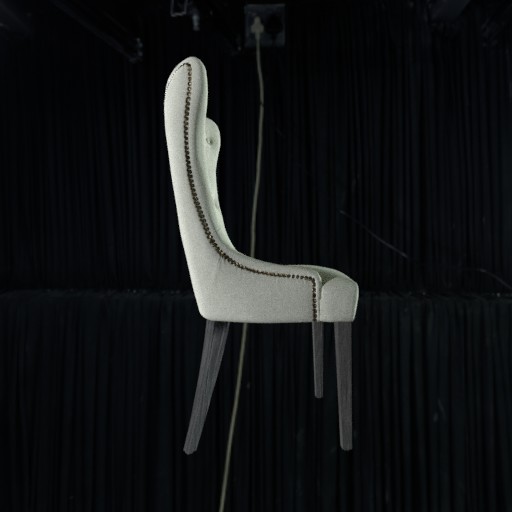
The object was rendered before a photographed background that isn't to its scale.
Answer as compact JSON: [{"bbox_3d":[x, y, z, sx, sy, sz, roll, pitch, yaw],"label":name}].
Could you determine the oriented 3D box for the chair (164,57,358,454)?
[{"bbox_3d":[0.000,0.000,1.447,0.590,1.065,0.584,0,-1,-1],"label":"chair"}]
